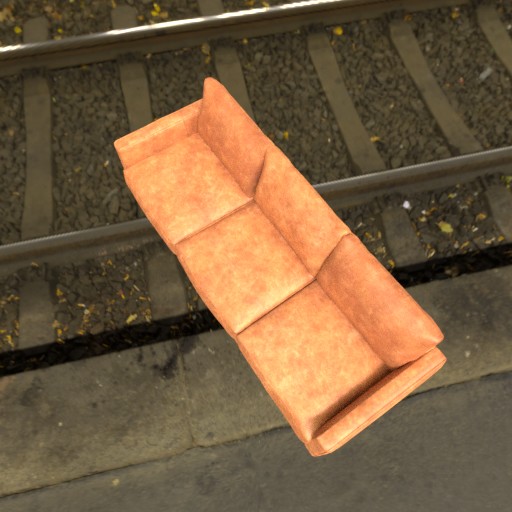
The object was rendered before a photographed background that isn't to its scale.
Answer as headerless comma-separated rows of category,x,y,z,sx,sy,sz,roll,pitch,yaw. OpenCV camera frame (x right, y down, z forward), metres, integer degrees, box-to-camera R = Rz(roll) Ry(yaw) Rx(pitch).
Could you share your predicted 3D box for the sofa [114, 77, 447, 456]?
sofa,0.000,0.000,2.441,0.748,0.863,2.029,-31,68,-15
